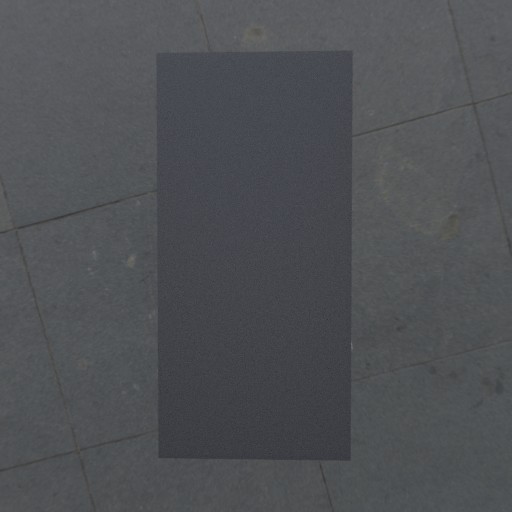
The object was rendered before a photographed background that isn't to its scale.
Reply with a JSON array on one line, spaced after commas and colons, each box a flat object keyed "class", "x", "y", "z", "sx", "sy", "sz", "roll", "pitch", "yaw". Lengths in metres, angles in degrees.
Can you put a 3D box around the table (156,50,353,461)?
[{"class": "table", "x": 0.000, "y": 0.000, "z": 1.396, "sx": 0.550, "sy": 0.400, "sz": 1.100, "roll": 0, "pitch": 91, "yaw": 2}]
